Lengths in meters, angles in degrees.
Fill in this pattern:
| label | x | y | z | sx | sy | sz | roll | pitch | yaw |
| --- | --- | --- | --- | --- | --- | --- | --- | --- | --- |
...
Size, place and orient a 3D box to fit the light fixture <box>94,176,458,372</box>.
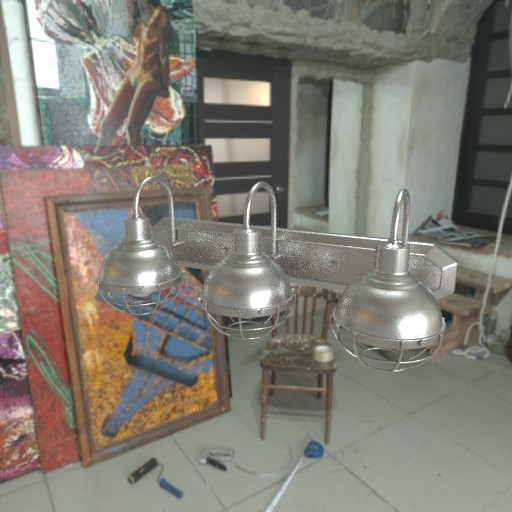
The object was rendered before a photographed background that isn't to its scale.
| label | x | y | z | sx | sy | sz | roll | pitch | yaw |
| --- | --- | --- | --- | --- | --- | --- | --- | --- | --- |
| light fixture | 0.000 | 0.000 | 0.774 | 0.634 | 0.254 | 0.229 | 7 | 17 | 26 |
